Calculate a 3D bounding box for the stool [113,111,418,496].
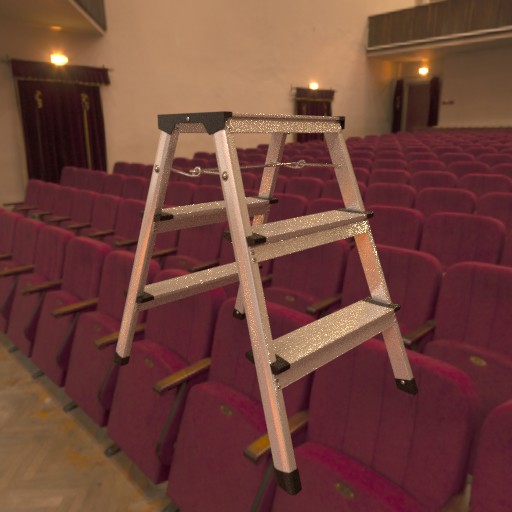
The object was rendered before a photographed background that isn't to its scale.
[{"bbox_3d":[0.000,0.000,0.999,0.437,0.605,0.622,-15,21,-42],"label":"stool"}]
